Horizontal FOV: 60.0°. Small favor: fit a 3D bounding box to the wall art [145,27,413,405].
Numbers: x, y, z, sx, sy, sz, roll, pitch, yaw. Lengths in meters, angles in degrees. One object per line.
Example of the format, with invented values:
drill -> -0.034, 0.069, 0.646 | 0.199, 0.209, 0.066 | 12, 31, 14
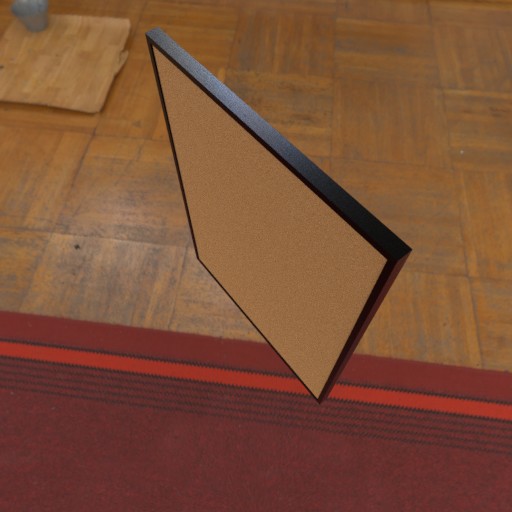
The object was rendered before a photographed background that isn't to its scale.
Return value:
wall art -> 0.000, 0.000, 1.357 | 0.040, 1.062, 0.805 | -34, 65, -19
